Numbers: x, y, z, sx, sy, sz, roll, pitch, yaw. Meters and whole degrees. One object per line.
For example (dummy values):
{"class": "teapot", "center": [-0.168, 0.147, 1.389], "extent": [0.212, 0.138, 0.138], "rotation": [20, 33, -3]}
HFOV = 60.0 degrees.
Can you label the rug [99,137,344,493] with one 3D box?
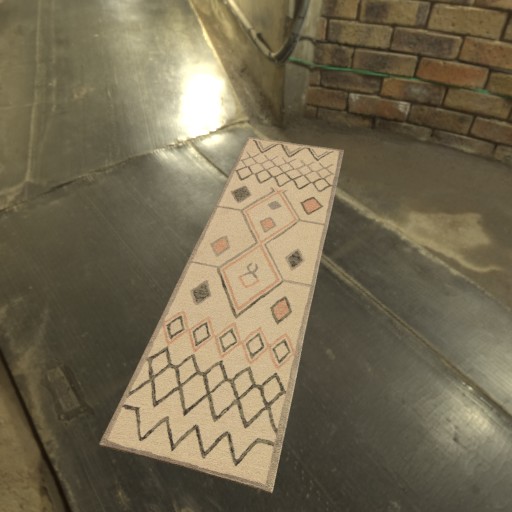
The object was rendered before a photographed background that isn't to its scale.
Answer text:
{"class": "rug", "center": [0.000, 0.000, 2.605], "extent": [0.750, 0.011, 2.435], "rotation": [11, 48, 10]}
